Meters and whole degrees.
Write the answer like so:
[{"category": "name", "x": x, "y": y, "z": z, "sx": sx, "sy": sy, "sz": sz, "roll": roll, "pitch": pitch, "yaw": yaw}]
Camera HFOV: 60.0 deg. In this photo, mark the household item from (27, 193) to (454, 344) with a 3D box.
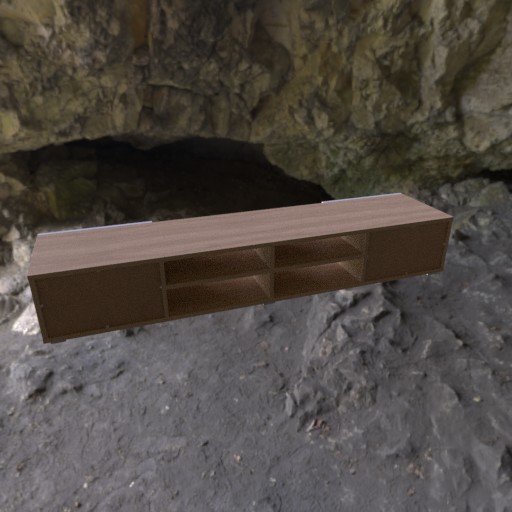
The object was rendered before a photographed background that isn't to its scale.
[{"category": "household item", "x": 0.000, "y": 0.000, "z": 2.078, "sx": 1.850, "sy": 0.310, "sz": 0.420, "roll": -8, "pitch": 26, "yaw": -17}]
